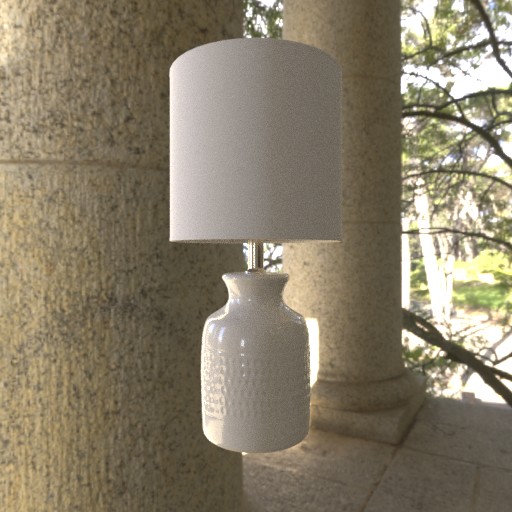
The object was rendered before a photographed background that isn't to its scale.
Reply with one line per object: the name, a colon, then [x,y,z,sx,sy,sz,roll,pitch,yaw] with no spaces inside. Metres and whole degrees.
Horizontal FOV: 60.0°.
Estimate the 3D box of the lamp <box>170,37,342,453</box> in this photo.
lamp: [0.000,0.000,0.492,0.188,0.392,0.188,0,0,0]
